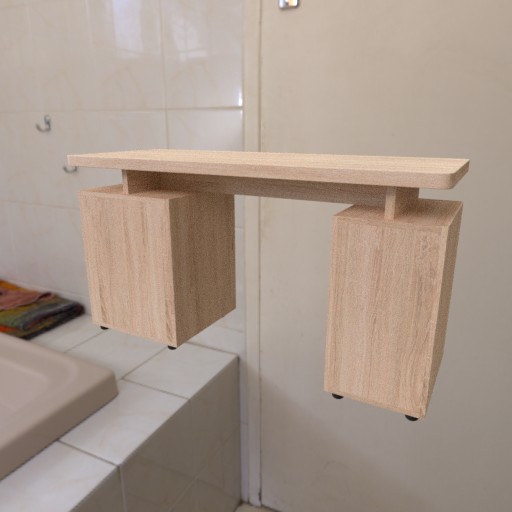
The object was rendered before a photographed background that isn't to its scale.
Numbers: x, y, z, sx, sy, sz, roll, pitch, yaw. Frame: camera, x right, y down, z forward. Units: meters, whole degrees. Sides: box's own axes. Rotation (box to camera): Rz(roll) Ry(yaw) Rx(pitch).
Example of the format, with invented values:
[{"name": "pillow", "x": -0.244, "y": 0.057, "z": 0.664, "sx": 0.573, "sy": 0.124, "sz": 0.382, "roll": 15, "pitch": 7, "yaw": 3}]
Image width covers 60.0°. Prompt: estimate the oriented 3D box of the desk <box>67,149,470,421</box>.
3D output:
[{"name": "desk", "x": 0.000, "y": 0.000, "z": 1.741, "sx": 1.400, "sy": 0.760, "sz": 0.550, "roll": 9, "pitch": 19, "yaw": 27}]
